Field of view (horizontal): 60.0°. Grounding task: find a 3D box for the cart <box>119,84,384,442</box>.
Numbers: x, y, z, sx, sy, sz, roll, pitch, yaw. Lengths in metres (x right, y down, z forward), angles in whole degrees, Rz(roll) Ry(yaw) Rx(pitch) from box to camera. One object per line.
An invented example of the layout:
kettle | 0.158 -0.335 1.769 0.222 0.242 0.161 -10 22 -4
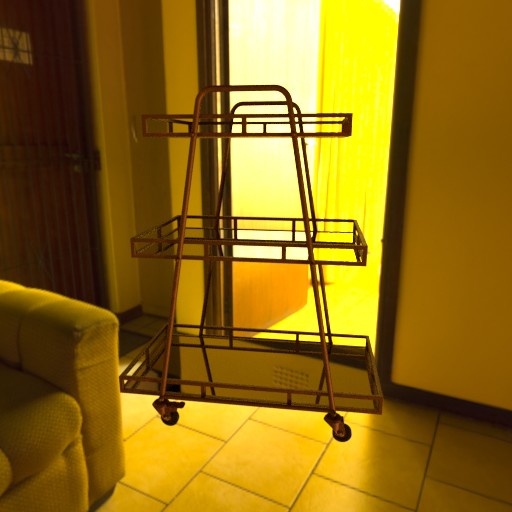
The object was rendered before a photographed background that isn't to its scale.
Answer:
cart | 0.000 0.000 1.281 0.711 0.883 0.441 2 14 8
